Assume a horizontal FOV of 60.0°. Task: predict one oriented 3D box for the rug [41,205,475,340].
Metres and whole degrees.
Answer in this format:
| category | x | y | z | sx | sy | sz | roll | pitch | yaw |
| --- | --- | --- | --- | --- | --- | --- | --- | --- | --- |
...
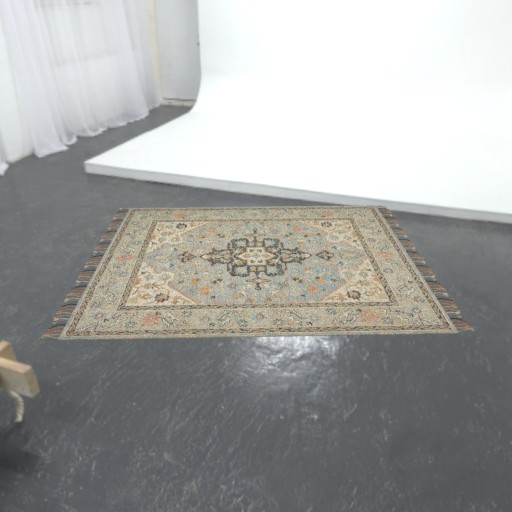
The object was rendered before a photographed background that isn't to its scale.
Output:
| category | x | y | z | sx | sy | sz | roll | pitch | yaw |
| --- | --- | --- | --- | --- | --- | --- | --- | --- | --- |
| rug | 0.000 | 0.000 | 4.294 | 3.221 | 0.011 | 2.379 | -1 | 30 | -1 |
